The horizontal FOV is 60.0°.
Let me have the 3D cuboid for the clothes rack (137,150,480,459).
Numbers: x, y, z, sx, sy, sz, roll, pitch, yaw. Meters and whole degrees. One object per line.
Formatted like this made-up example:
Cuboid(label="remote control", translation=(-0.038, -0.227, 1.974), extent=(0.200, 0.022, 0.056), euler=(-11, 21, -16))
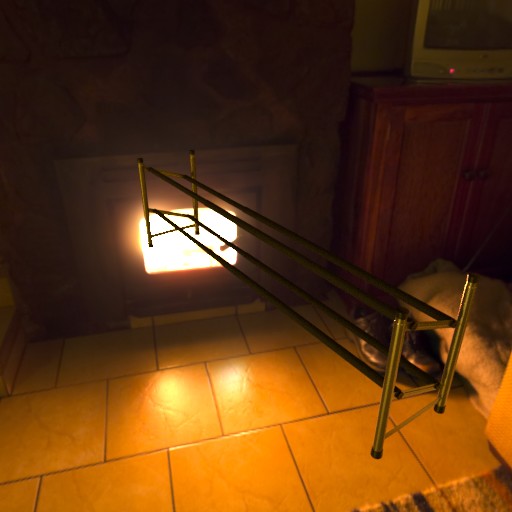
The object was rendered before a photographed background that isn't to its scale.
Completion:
Cuboid(label="clothes rack", translation=(0.000, 0.000, 1.278), extent=(0.229, 0.349, 1.168), euler=(-18, 32, -30))
